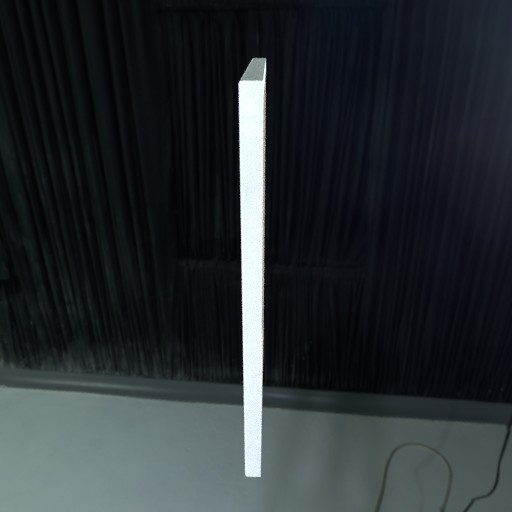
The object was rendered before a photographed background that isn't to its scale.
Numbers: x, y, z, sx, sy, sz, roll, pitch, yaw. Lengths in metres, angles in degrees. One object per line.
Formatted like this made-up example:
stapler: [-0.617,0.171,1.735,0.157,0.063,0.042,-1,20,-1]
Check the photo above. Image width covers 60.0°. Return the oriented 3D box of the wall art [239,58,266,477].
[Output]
wall art: [0.000,0.000,1.156,0.038,0.912,0.607,1,27,1]
